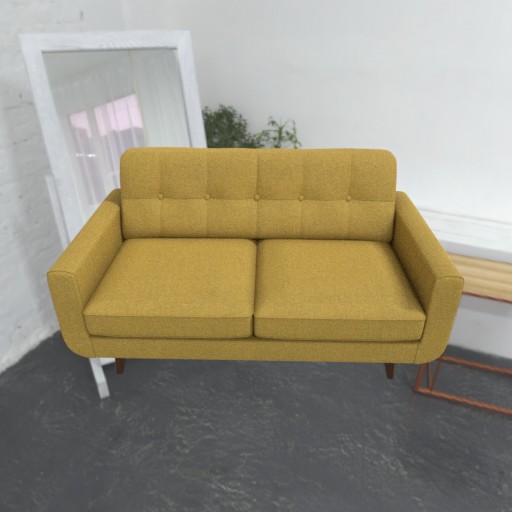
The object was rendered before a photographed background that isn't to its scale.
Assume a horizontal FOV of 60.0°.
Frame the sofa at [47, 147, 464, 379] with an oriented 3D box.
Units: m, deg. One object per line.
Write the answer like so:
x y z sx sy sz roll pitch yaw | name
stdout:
0.000 0.000 2.149 1.631 0.841 0.909 1 30 1 | sofa
